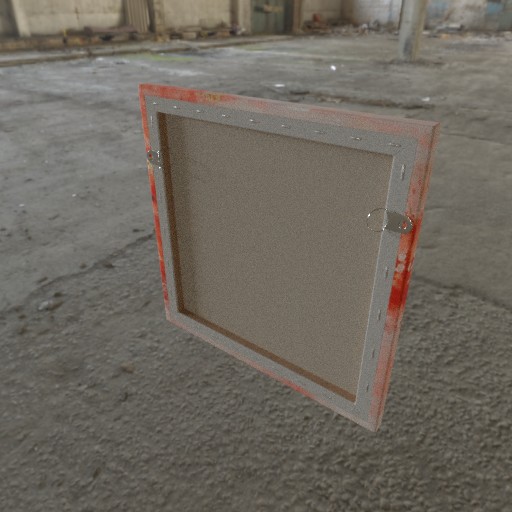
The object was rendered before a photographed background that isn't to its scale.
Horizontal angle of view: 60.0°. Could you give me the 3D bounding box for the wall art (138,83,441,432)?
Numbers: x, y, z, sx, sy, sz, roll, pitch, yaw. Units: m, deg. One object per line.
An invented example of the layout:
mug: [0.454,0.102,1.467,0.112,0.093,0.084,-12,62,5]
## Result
wall art: [0.000,0.000,1.110,0.747,0.746,0.064,21,35,32]
